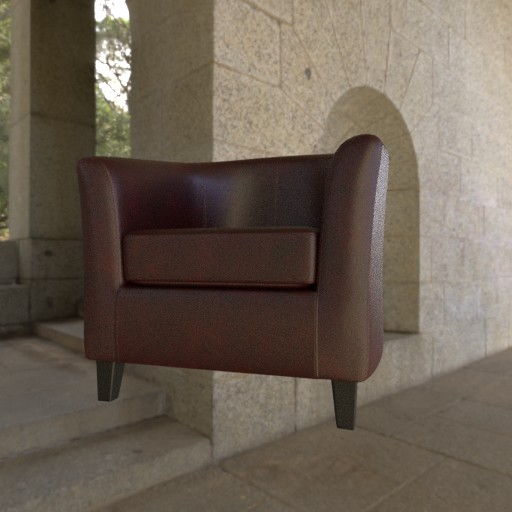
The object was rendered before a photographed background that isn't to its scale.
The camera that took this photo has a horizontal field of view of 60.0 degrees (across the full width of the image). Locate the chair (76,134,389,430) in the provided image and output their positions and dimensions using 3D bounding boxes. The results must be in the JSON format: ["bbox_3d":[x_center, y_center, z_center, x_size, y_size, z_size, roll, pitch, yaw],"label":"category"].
[{"bbox_3d":[0.000,0.000,1.373,0.792,0.756,0.727,0,0,18],"label":"chair"}]
